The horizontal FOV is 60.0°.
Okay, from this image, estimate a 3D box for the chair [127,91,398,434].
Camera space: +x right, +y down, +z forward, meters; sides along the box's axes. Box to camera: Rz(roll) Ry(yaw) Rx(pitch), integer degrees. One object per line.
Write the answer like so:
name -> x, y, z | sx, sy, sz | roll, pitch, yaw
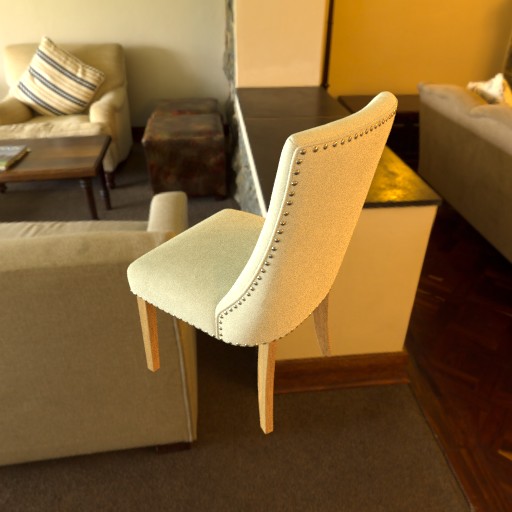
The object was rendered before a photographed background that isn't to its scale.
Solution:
chair -> 0.000, 0.000, 1.289 | 0.610, 0.902, 0.495 | 21, 37, 29
